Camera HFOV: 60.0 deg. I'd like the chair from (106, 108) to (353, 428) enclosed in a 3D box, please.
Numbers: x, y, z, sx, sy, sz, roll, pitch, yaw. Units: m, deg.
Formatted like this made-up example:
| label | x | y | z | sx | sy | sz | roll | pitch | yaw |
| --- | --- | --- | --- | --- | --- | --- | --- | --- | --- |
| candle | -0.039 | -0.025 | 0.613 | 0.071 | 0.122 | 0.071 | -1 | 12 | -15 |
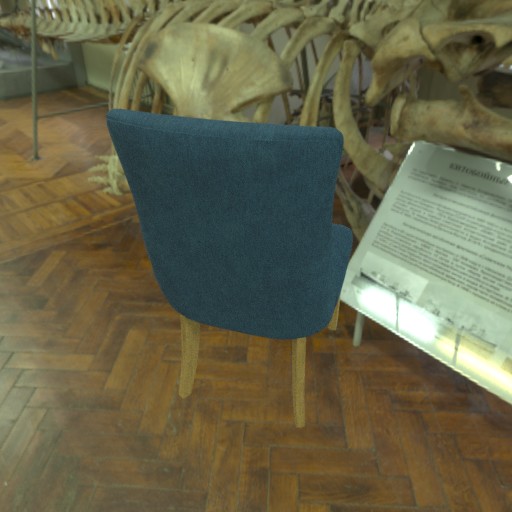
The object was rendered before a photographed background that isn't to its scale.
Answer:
| label | x | y | z | sx | sy | sz | roll | pitch | yaw |
| --- | --- | --- | --- | --- | --- | --- | --- | --- | --- |
| chair | 0.000 | 0.000 | 1.259 | 0.495 | 0.902 | 0.609 | 10 | 34 | 15 |
